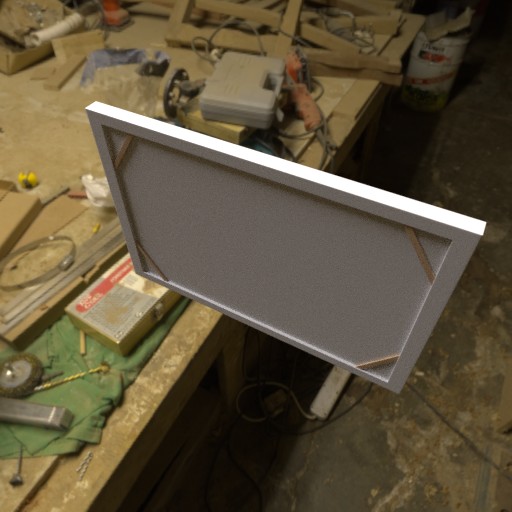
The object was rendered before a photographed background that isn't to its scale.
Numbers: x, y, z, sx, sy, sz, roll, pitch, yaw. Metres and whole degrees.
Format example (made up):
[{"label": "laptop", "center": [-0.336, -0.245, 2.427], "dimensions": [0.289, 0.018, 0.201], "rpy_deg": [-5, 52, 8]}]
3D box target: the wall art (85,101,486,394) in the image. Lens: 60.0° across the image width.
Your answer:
[{"label": "wall art", "center": [0.000, 0.000, 1.150], "dimensions": [0.914, 0.609, 0.038], "rpy_deg": [22, 51, 19]}]
